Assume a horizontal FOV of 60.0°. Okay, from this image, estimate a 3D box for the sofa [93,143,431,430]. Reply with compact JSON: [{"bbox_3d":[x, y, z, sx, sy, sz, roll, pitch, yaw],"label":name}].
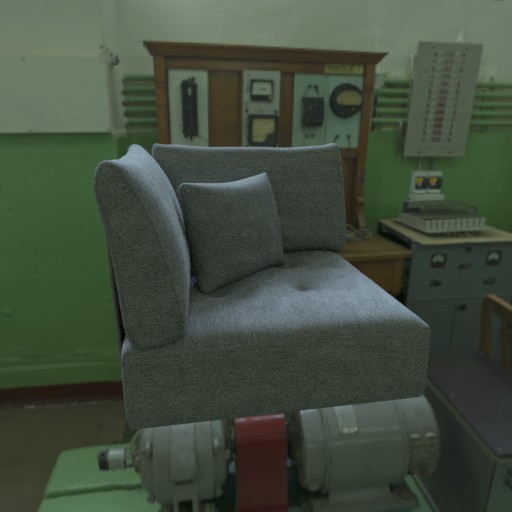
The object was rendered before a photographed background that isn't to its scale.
[{"bbox_3d":[0.000,0.000,1.728,1.000,0.820,1.000,-3,17,-10],"label":"sofa"}]
